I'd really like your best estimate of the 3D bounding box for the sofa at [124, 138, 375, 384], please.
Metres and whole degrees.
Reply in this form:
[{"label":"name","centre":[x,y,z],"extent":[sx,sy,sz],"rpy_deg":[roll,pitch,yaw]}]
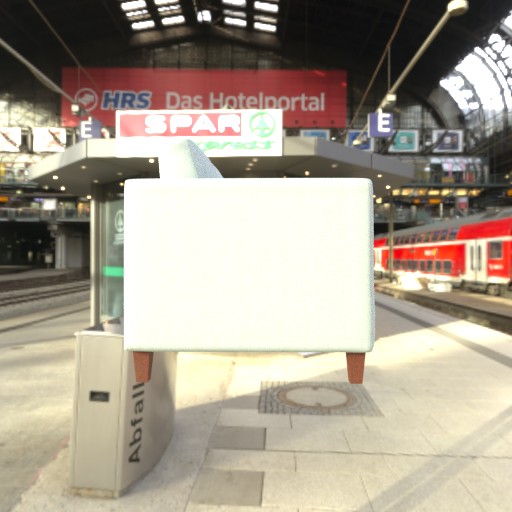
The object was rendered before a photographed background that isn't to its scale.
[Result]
[{"label":"sofa","centre":[0.000,0.000,2.694],"extent":[0.951,0.965,2.208],"rpy_deg":[0,0,1]}]
